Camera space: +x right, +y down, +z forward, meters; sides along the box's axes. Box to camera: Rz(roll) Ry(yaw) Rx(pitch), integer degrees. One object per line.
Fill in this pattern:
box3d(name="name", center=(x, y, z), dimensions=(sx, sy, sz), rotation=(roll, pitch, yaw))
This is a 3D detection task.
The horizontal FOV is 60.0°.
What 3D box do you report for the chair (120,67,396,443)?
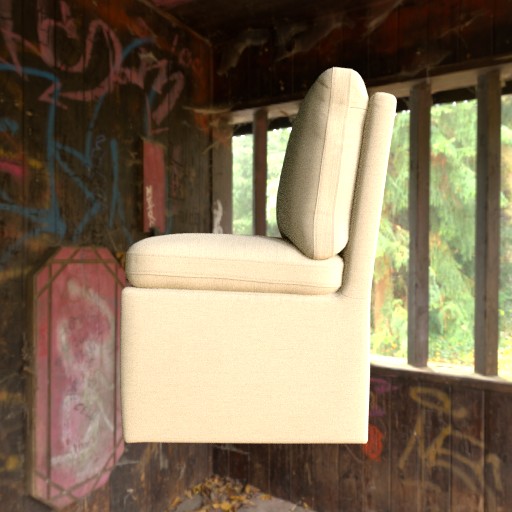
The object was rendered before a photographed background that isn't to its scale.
box3d(name="chair", center=(0.000, 0.000, 1.315), dimensions=(0.698, 0.927, 0.503), rotation=(0, 1, 1))
